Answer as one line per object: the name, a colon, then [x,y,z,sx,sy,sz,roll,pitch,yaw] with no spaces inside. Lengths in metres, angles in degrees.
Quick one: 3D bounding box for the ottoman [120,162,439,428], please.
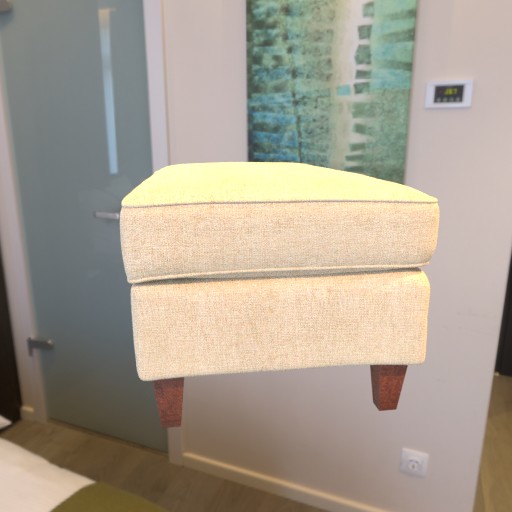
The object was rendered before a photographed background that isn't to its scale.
ottoman: [0.000,0.000,1.206,0.583,0.484,0.862,-2,14,-8]
